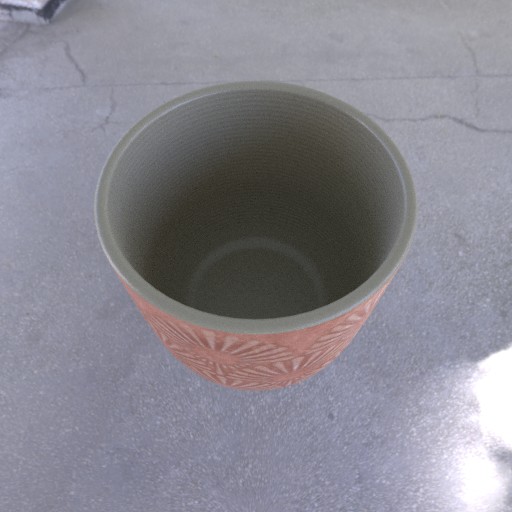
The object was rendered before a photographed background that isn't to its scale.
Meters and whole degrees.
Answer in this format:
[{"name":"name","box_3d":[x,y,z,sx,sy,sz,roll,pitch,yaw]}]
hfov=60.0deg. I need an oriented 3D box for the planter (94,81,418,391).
[{"name":"planter","box_3d":[0.000,0.000,0.217,0.124,0.109,0.124,0,58,0]}]
